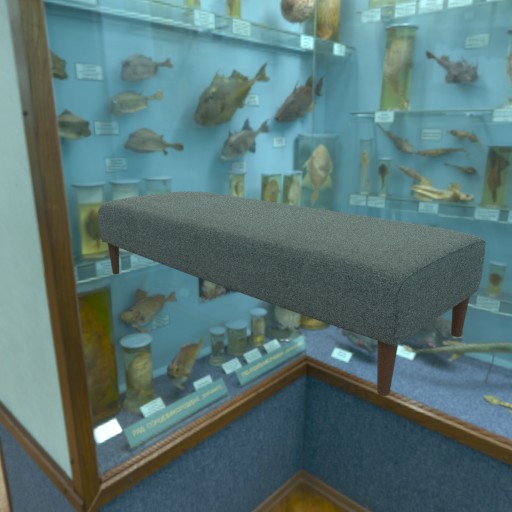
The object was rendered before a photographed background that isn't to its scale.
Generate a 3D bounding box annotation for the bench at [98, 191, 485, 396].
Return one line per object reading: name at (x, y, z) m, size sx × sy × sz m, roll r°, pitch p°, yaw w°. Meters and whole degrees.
bench at (0.000, 0.000, 1.857) m, size 1.598 × 0.384 × 0.631 m, roll 15°, pitch 22°, yaw 43°
